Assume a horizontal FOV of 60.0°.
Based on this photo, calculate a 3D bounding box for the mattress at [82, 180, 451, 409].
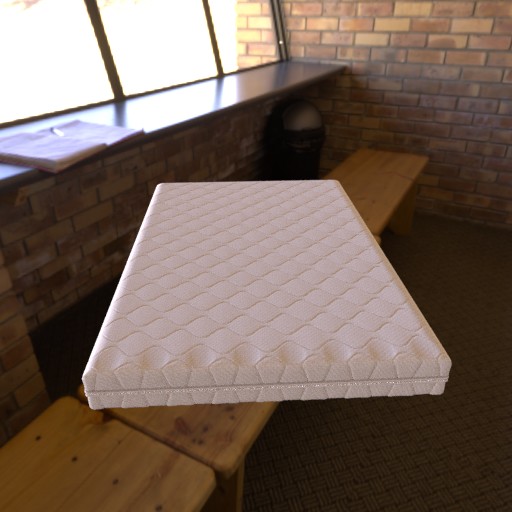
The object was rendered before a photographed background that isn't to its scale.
[{"bbox_3d":[0.000,0.000,2.556,1.400,0.200,2.000,-2,30,-3],"label":"mattress"}]
